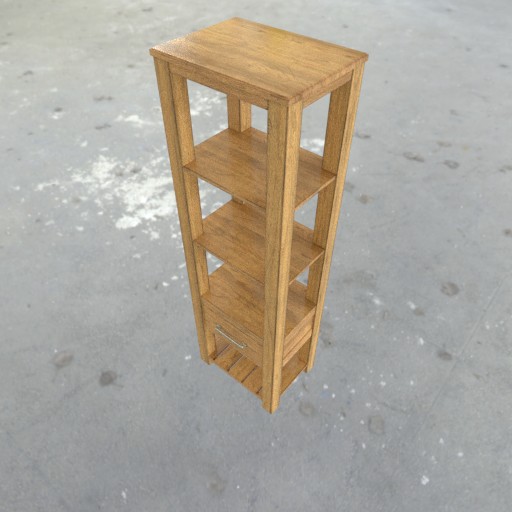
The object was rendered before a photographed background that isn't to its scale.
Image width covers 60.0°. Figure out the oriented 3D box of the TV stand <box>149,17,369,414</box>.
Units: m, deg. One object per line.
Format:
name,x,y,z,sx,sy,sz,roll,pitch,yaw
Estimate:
TV stand,0.000,0.000,2.048,0.565,1.828,0.435,31,52,27
